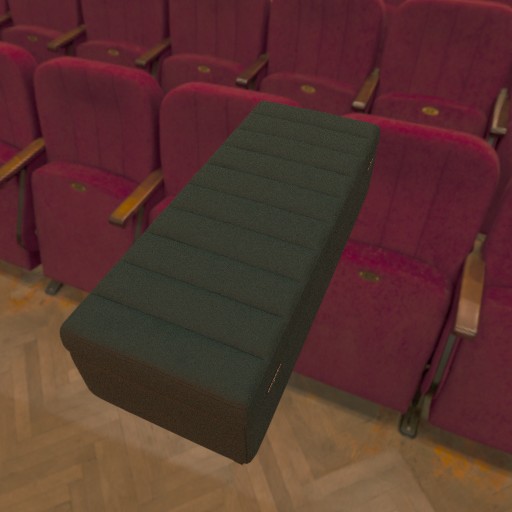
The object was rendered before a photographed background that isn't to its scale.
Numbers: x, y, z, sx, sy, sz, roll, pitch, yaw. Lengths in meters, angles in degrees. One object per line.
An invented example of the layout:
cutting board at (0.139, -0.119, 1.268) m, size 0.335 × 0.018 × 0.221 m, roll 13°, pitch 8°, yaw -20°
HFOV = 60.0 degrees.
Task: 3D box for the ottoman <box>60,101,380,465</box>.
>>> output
ottoman at (0.000, 0.000, 1.415) m, size 0.482 × 0.469 × 1.151 m, roll 18°, pitch 49°, yaw 16°
